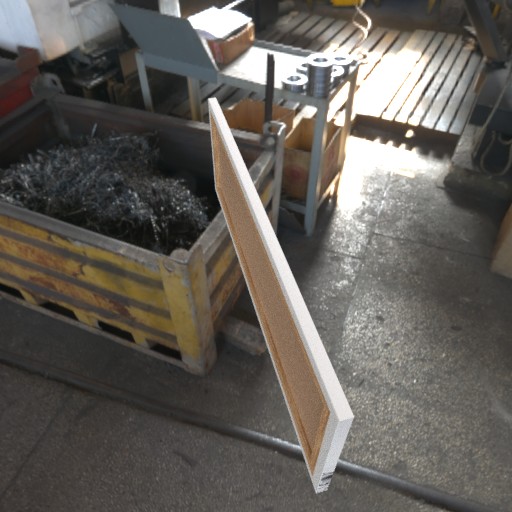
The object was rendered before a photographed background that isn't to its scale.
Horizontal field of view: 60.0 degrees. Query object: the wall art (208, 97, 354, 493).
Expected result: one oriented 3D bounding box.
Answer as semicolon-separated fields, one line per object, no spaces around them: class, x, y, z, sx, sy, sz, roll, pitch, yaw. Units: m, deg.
wall art;0.000;0.000;1.652;0.039;0.507;1.520;-11;47;-10
